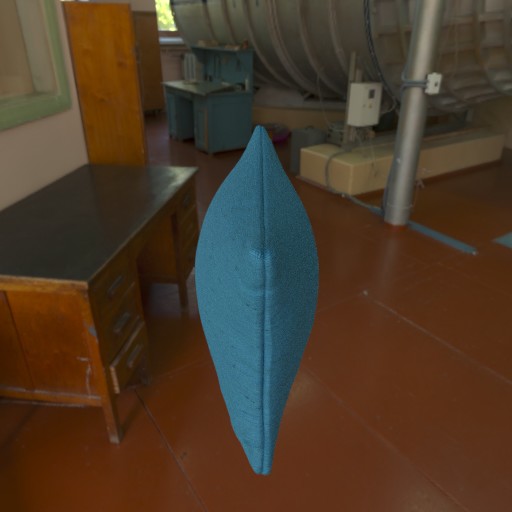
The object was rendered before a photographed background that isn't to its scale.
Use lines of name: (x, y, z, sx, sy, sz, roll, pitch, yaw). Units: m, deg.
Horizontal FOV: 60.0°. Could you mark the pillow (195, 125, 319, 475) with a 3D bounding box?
pillow: (0.000, 0.000, 0.793, 0.210, 0.338, 0.633, 0, 28, 0)
